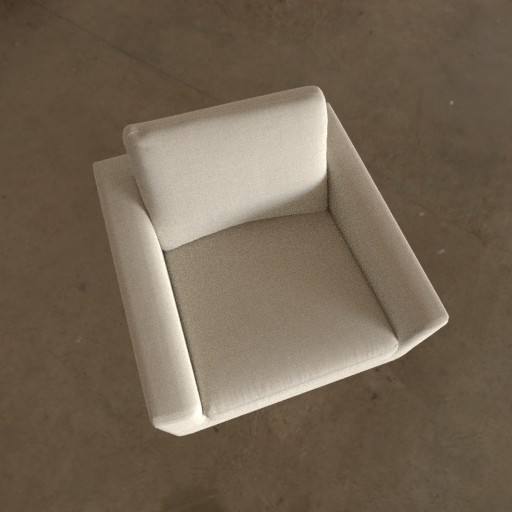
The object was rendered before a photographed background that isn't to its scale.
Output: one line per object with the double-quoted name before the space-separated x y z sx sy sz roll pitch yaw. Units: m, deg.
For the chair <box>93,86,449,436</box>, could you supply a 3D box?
"chair" 0.000 0.000 1.830 1.070 0.876 1.100 -17 65 -8
